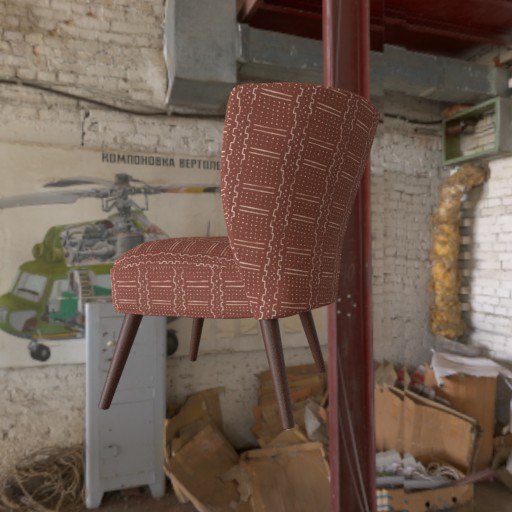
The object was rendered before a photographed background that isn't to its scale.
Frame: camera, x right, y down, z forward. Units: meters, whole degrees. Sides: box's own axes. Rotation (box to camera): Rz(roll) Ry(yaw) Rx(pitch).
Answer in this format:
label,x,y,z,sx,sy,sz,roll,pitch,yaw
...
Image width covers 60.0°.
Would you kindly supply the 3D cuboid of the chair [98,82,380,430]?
label,x,y,z,sx,sy,sz,roll,pitch,yaw
chair,0.000,0.000,1.410,0.758,0.866,0.706,0,1,17
